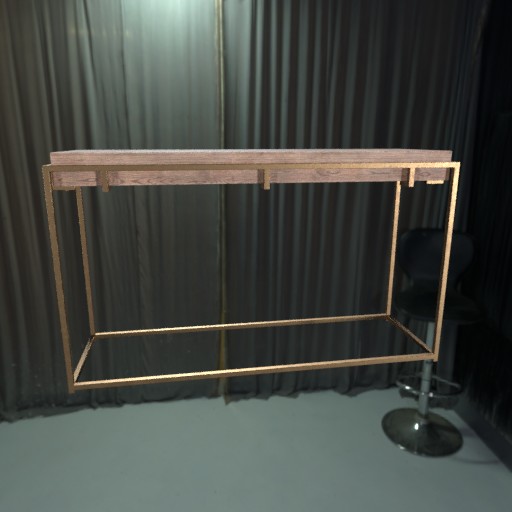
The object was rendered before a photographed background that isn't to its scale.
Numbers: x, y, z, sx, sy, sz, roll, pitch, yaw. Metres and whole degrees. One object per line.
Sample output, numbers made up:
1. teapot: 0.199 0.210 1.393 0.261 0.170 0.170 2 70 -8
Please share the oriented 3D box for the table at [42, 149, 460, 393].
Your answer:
1. table: 0.000 0.000 1.769 1.400 0.820 0.440 -2 15 -9
